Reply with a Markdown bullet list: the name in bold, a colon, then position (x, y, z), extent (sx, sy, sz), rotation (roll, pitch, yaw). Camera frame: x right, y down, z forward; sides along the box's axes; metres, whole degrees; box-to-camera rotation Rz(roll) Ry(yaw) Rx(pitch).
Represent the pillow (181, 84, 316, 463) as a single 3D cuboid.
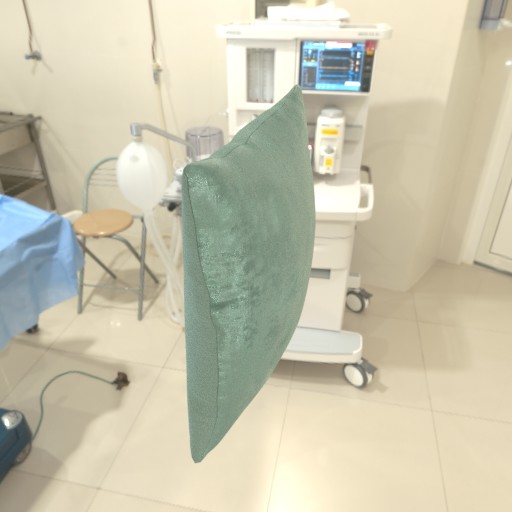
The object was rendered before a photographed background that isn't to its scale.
- **pillow**: position (0.000, 0.000, 0.723), extent (0.175, 0.464, 0.470), rotation (10, 33, 16)
